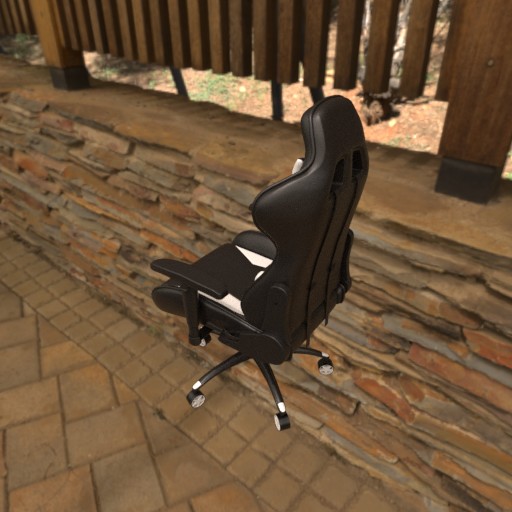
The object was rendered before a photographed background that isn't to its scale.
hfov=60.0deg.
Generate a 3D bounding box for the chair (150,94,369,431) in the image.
[{"bbox_3d":[0.000,0.000,1.770,0.695,1.285,0.730,20,37,30],"label":"chair"}]
